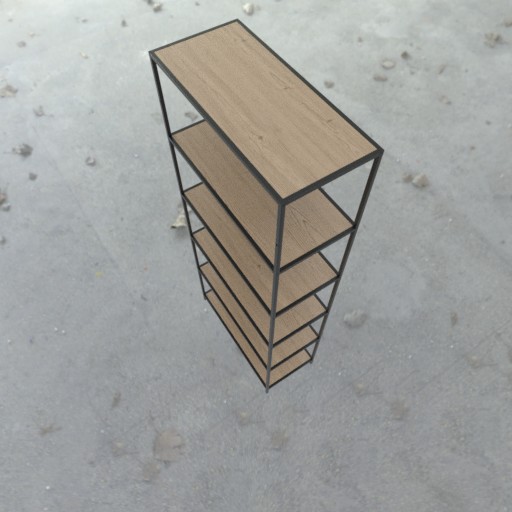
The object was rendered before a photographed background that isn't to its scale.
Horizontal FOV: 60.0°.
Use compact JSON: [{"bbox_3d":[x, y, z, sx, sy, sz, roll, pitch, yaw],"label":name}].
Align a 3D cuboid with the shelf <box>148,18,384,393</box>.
[{"bbox_3d":[0.000,0.000,2.136,0.350,1.850,0.770,-29,63,-17],"label":"shelf"}]
